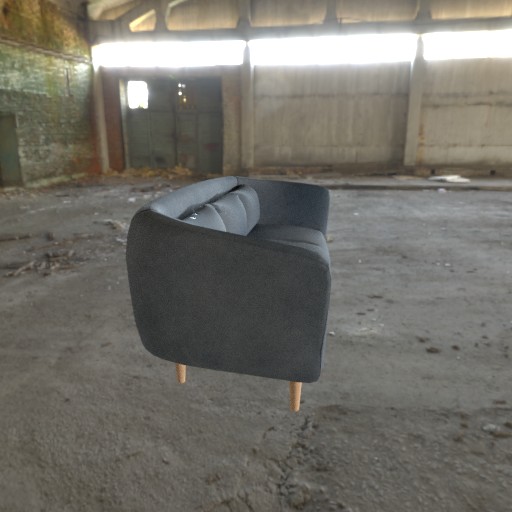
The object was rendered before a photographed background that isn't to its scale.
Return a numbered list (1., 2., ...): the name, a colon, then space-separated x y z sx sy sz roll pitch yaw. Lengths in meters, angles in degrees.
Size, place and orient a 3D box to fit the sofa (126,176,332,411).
1. sofa: 0.000 0.000 2.533 0.849 0.795 2.095 2 15 9
